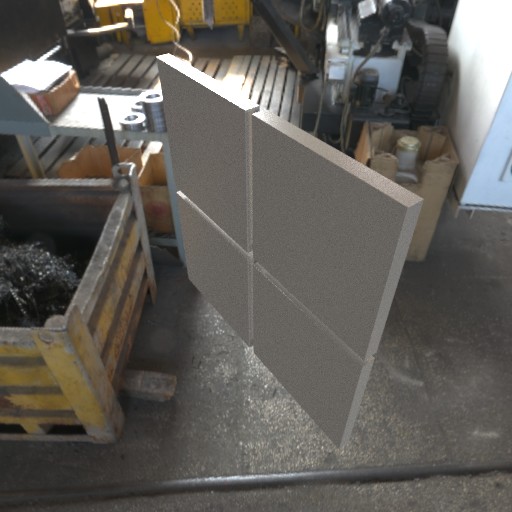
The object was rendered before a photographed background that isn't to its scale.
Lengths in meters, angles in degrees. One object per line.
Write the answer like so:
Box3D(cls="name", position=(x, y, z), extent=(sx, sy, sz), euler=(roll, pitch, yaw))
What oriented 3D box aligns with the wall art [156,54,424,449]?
Box3D(cls="wall art", position=(0.000, 0.000, 0.889), extent=(0.029, 0.611, 0.611), euler=(-27, 49, -26))
